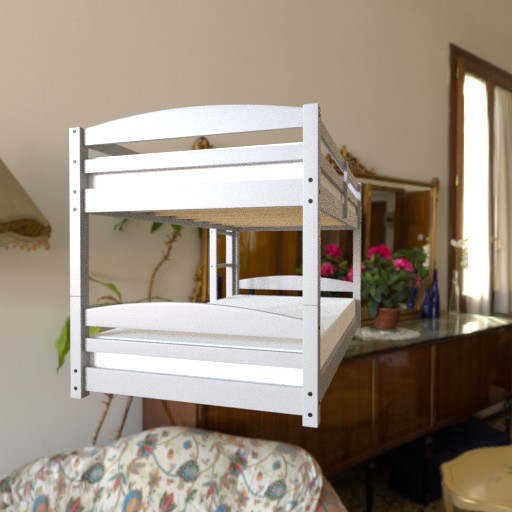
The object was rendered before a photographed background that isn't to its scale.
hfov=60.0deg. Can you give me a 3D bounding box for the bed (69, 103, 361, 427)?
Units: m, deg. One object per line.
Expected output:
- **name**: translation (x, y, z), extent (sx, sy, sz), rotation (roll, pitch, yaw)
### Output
- **bed**: translation (0.000, 0.000, 2.707), extent (1.105, 1.206, 2.013), rotation (0, 1, 18)
